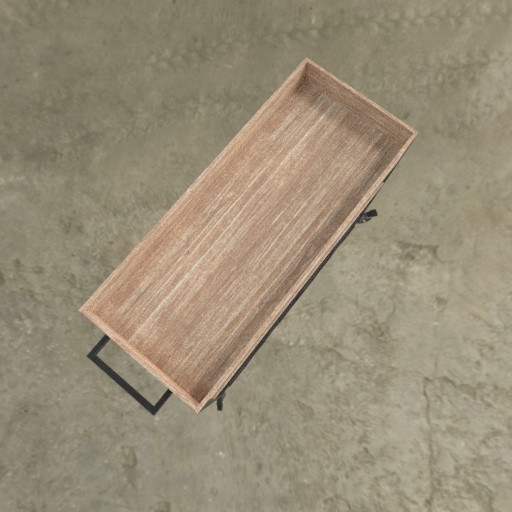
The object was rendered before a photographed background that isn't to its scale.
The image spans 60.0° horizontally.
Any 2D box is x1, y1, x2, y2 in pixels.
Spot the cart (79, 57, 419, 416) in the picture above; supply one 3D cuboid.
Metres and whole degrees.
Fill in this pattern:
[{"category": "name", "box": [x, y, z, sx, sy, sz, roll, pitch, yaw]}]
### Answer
[{"category": "cart", "box": [0.000, 0.000, 1.566, 0.500, 0.787, 1.101, 38, 79, 9]}]
